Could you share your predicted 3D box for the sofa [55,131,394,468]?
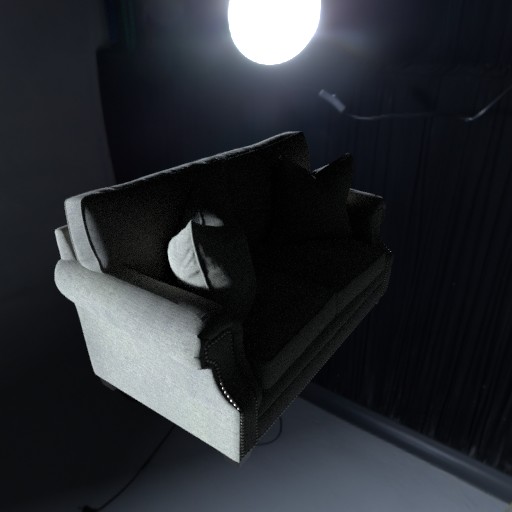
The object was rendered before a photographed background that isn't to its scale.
[{"bbox_3d":[0.000,0.000,2.257,0.966,0.966,1.701,17,31,31],"label":"sofa"}]
